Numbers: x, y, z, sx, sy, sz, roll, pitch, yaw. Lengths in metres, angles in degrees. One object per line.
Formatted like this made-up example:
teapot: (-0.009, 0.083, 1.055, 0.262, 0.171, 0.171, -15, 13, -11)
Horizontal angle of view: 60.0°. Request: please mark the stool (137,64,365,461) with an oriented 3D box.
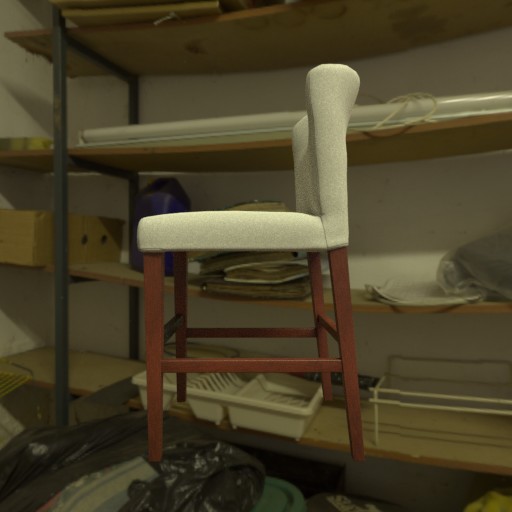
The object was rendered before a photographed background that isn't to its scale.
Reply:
stool: (0.000, 0.000, 1.261, 0.568, 0.968, 0.479, 0, 1, -1)
